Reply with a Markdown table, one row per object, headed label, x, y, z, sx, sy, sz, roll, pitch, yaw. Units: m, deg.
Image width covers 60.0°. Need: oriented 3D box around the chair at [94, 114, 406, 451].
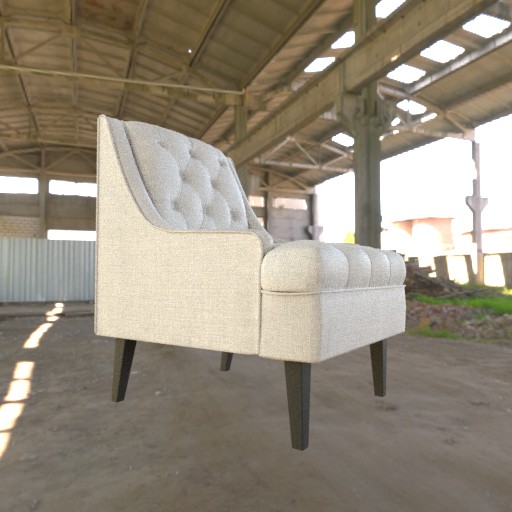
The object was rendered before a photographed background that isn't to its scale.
| label | x | y | z | sx | sy | sz | roll | pitch | yaw |
| --- | --- | --- | --- | --- | --- | --- | --- | --- | --- |
| chair | 0.000 | 0.000 | 1.397 | 0.772 | 0.891 | 0.658 | -2 | -3 | 35 |
